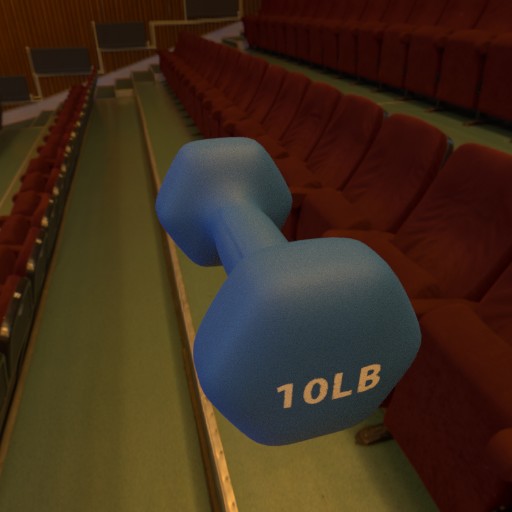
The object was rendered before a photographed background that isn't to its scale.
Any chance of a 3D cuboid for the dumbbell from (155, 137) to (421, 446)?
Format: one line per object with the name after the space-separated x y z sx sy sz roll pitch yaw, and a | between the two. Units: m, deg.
0.000 0.000 0.263 0.103 0.093 0.212 -8 31 -14 | dumbbell
